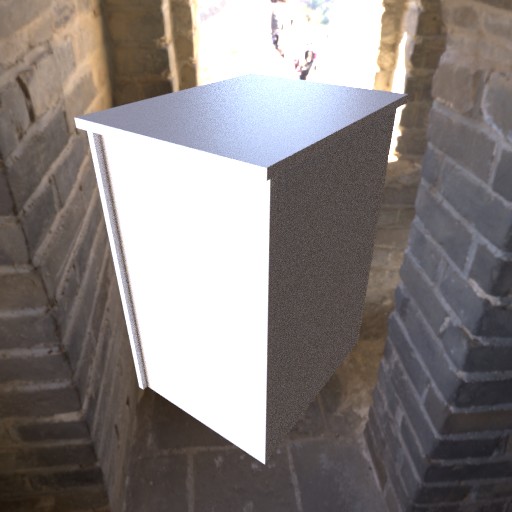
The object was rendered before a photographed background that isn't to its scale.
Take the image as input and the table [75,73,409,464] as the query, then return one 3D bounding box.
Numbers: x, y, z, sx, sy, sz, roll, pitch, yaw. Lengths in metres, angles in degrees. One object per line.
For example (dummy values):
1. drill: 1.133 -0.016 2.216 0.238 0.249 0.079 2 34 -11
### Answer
1. table: 0.000 0.000 0.955 0.381 0.635 0.480 21 38 30
